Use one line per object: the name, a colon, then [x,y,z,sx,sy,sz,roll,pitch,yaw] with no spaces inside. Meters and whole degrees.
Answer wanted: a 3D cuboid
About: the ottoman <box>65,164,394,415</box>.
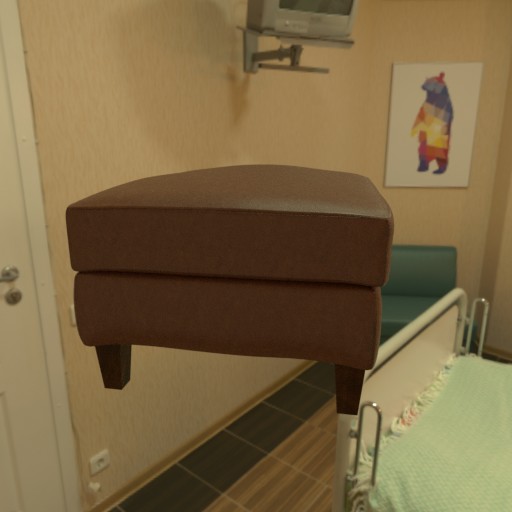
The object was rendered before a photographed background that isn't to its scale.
ottoman: [0.000,0.000,1.251,0.650,0.485,0.851,3,15,10]
